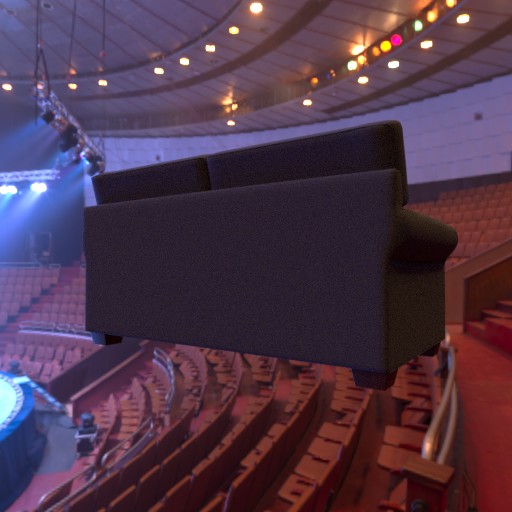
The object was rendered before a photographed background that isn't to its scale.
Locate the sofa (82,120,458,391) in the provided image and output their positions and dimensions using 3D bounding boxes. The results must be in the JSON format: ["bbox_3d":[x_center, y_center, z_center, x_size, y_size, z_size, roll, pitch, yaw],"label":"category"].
[{"bbox_3d":[0.000,0.000,2.460,1.930,1.020,0.940,-1,-1,35],"label":"sofa"}]
